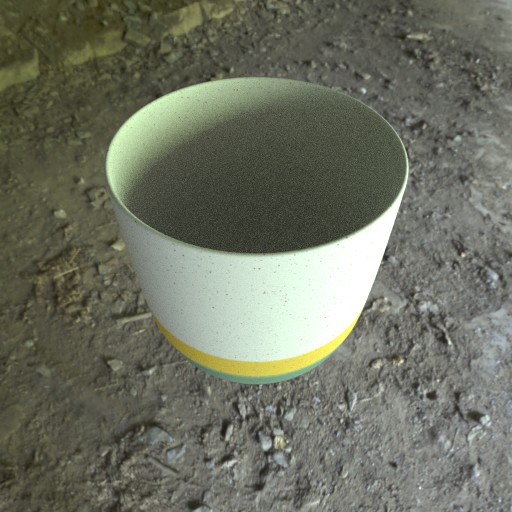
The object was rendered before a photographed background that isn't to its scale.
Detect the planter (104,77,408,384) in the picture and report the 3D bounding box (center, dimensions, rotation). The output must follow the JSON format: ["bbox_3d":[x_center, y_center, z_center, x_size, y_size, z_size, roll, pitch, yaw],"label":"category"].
[{"bbox_3d":[0.000,0.000,0.368,0.195,0.214,0.195,0,48,0],"label":"planter"}]
